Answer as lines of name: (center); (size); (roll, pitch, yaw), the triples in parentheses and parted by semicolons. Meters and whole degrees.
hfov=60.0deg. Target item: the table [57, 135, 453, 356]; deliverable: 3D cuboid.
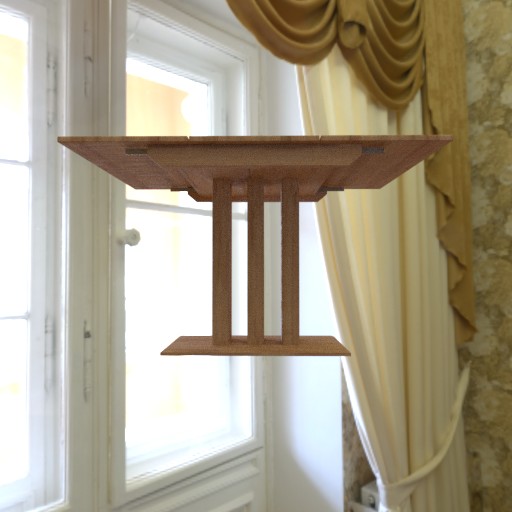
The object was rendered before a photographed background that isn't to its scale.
table: (0.000, 0.000, 1.894); (1.300, 0.770, 0.900); (0, -1, 1)
